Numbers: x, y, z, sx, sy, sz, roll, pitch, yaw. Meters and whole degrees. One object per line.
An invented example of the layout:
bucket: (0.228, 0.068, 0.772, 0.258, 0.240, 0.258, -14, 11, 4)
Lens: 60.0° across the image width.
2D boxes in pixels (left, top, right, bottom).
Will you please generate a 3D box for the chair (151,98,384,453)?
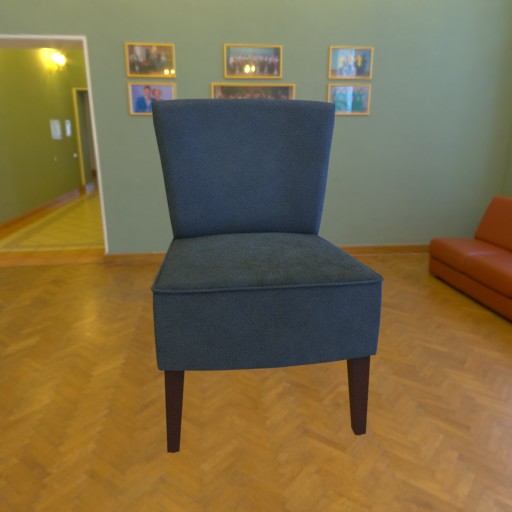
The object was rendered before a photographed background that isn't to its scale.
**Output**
chair: (0.000, 0.000, 1.158, 0.521, 0.806, 0.551, -2, 16, -8)
